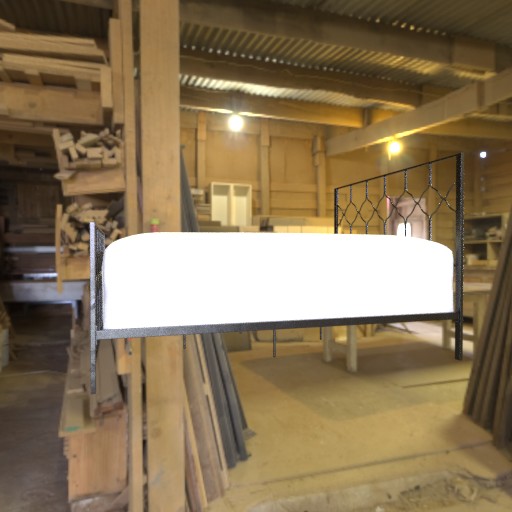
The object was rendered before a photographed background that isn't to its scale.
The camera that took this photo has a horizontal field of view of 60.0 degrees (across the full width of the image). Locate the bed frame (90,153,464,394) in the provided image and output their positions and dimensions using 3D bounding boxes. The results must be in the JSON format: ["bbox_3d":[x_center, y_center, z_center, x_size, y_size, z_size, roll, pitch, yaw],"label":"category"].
[{"bbox_3d":[0.000,0.000,3.066,2.063,1.222,1.597,0,1,-17],"label":"bed frame"}]
